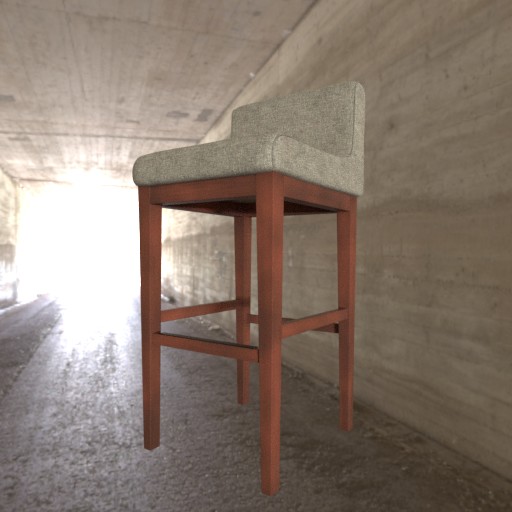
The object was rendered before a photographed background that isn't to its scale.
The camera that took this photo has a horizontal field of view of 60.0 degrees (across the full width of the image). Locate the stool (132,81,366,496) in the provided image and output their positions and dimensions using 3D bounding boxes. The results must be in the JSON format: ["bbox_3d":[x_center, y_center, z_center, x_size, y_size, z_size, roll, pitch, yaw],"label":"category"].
[{"bbox_3d":[0.000,0.000,1.177,0.426,0.965,0.499,1,1,35],"label":"stool"}]
